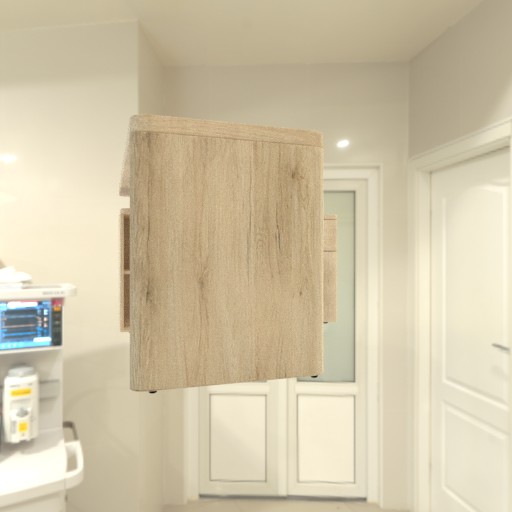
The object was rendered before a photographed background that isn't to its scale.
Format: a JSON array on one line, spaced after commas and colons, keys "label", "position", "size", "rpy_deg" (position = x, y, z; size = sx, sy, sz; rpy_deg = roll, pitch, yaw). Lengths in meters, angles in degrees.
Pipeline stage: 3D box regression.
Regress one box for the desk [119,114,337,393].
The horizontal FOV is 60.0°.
[{"label": "desk", "position": [0.000, 0.000, 2.034], "size": [1.175, 0.770, 1.400], "rpy_deg": [0, 0, -18]}]
